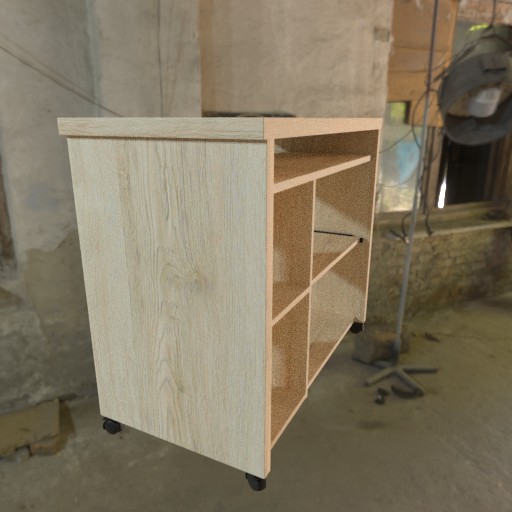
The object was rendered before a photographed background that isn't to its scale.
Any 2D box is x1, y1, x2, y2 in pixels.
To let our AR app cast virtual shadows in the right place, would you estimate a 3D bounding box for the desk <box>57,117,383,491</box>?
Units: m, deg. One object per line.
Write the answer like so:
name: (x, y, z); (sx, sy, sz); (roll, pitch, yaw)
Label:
desk: (0.000, 0.000, 1.294); (0.480, 0.770, 0.885); (9, 19, 26)
